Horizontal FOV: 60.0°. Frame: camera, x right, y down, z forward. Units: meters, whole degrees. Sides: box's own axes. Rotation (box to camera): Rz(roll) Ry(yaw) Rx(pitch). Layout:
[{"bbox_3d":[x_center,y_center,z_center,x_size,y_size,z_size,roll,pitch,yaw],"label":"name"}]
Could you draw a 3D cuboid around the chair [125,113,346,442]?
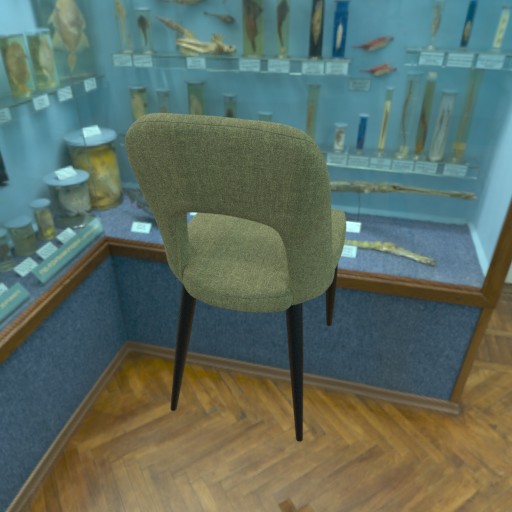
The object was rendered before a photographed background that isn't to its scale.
[{"bbox_3d":[0.000,0.000,1.268,0.470,0.931,0.612,9,34,14],"label":"chair"}]
